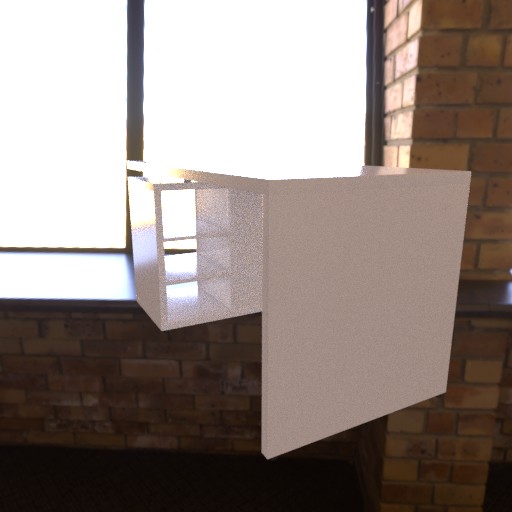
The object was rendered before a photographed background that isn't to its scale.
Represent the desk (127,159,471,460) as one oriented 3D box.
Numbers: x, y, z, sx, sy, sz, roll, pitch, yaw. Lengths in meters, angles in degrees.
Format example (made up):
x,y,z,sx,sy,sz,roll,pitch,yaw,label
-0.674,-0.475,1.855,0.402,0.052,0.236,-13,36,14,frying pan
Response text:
x,y,z,sx,sy,sz,roll,pitch,yaw,label
0.000,0.000,1.837,0.690,0.740,1.400,-7,16,-28,desk
